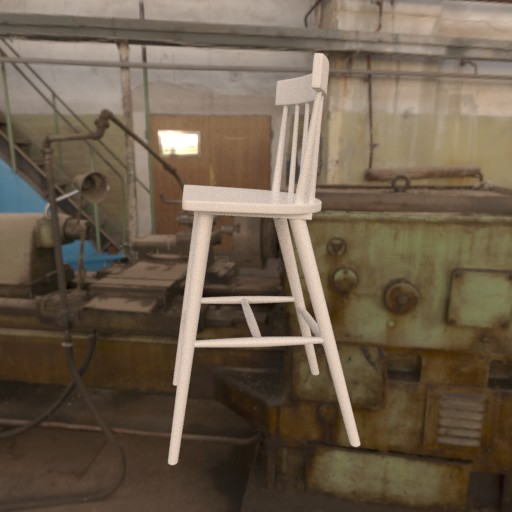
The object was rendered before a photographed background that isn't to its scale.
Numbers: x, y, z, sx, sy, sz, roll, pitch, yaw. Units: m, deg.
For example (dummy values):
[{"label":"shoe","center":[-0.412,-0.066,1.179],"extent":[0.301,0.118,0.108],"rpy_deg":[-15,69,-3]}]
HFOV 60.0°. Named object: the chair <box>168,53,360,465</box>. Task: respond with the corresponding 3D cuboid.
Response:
[{"label":"chair","center":[0.000,0.000,1.383],"extent":[0.572,1.092,0.483],"rpy_deg":[-2,14,-8]}]
